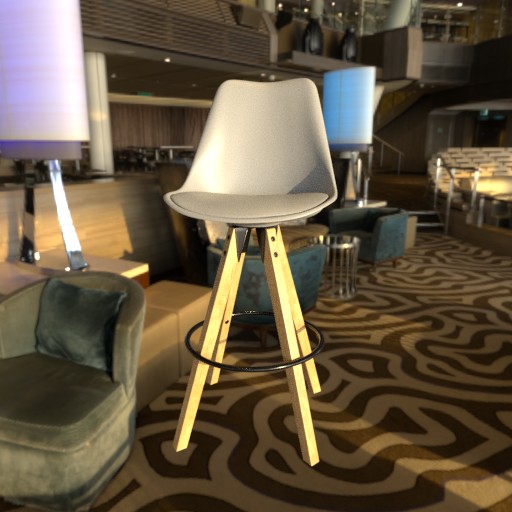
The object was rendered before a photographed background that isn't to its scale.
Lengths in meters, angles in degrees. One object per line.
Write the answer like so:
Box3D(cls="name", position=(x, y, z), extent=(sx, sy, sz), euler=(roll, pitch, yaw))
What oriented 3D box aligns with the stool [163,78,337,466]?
Box3D(cls="stool", position=(0.000, 0.000, 1.396), extent=(0.485, 1.115, 0.550), euler=(2, 14, 9))
